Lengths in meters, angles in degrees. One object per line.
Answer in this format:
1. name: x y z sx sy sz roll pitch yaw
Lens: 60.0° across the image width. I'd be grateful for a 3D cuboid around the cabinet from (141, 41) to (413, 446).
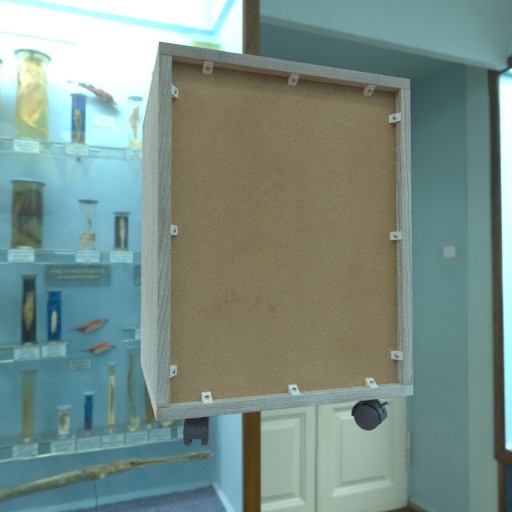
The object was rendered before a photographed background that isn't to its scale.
1. cabinet: 0.000 0.000 0.855 0.409 0.579 0.401 1 -2 -18
